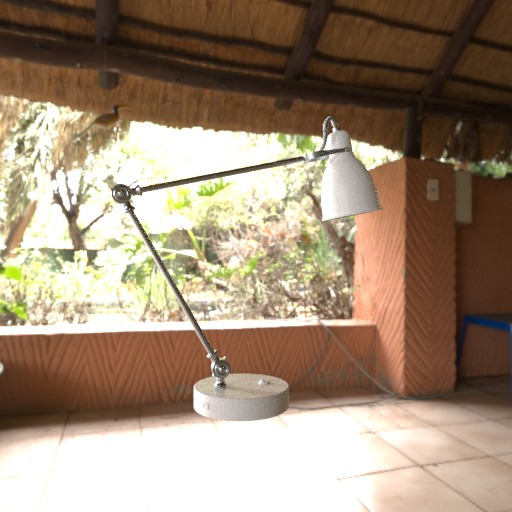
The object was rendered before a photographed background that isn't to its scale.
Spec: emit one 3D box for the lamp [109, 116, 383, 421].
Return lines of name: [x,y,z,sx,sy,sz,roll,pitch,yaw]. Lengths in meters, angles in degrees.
lamp: [0.000,0.000,0.888,0.561,0.587,0.187,0,-1,-17]
